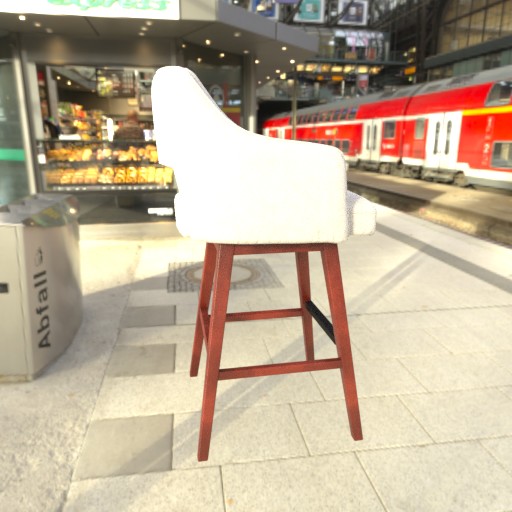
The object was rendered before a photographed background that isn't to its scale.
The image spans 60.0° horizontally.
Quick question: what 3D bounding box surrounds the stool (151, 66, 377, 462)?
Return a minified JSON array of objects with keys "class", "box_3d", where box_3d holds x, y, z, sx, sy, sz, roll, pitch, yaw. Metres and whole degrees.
[{"class":"stool","box_3d":[0.000,0.000,1.331,0.558,1.012,0.548,-3,15,-11]}]
